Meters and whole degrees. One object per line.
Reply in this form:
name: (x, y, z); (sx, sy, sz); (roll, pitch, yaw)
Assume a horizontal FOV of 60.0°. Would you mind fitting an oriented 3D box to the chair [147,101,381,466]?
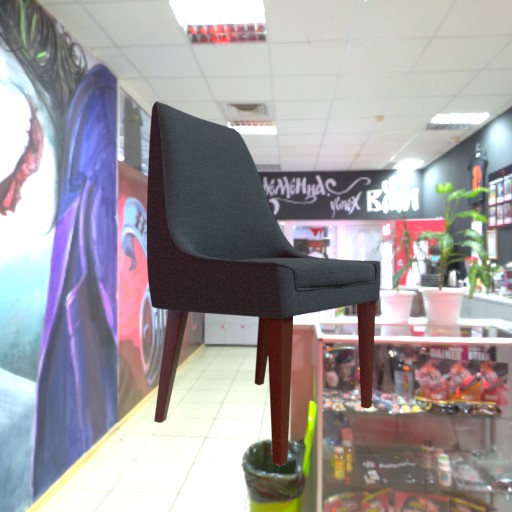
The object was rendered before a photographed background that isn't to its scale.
chair: (0.000, 0.000, 1.225); (0.544, 0.861, 0.529); (0, 0, 38)
